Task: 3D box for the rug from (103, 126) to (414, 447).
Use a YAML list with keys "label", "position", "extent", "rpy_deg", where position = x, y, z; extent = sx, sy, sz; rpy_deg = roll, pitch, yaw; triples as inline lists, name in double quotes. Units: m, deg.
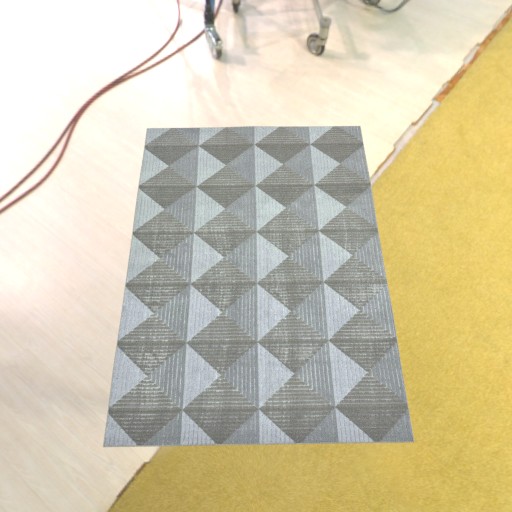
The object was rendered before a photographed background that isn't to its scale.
- label: "rug"
  position: [0.000, 0.000, 4.237]
  extent: [2.428, 0.027, 3.333]
  rpy_deg: [-1, 62, 0]
